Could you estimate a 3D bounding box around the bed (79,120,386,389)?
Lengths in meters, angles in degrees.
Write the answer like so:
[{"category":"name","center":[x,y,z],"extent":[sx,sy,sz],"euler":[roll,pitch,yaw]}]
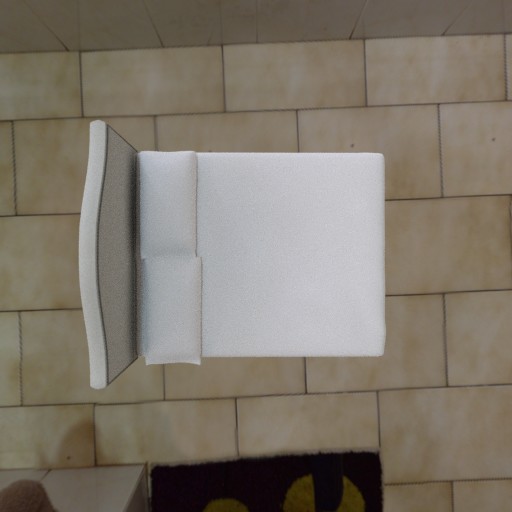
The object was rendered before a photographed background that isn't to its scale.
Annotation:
[{"category":"bed","center":[0.000,0.000,3.463],"extent":[2.180,1.607,1.813],"euler":[0,90,-1]}]
